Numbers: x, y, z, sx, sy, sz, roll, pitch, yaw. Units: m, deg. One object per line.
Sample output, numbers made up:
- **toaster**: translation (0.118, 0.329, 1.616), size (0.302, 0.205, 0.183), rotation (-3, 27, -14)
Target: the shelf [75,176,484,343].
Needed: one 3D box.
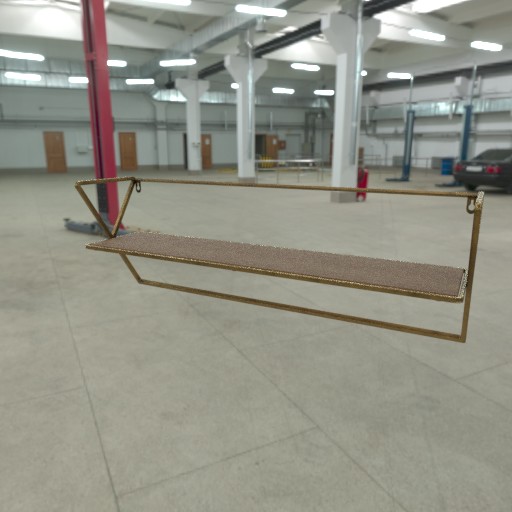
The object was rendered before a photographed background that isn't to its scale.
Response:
- **shelf**: translation (0.000, 0.000, 0.730), size (0.645, 0.229, 0.150), rotation (7, 16, 27)
